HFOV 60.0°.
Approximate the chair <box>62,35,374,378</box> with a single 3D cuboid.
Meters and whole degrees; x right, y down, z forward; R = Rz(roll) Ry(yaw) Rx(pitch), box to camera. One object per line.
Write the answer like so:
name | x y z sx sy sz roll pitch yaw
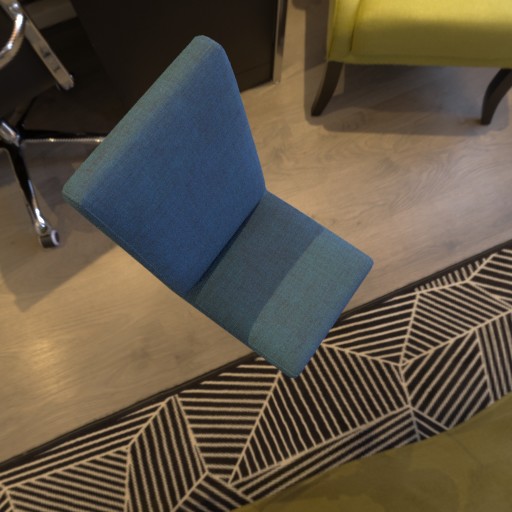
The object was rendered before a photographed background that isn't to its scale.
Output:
chair | 0.000 0.000 1.311 0.610 1.029 0.450 35 79 8
